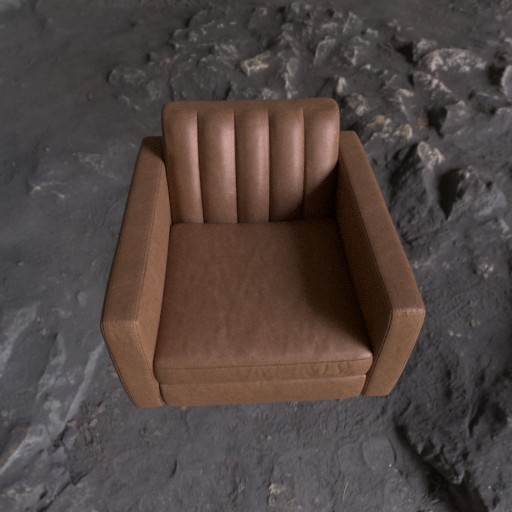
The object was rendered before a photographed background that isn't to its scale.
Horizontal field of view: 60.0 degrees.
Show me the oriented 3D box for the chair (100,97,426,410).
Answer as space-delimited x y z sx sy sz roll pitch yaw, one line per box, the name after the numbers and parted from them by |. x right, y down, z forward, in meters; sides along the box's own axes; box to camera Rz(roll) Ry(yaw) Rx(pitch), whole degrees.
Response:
0.000 0.000 1.712 0.953 0.819 0.998 -2 46 -2 | chair
